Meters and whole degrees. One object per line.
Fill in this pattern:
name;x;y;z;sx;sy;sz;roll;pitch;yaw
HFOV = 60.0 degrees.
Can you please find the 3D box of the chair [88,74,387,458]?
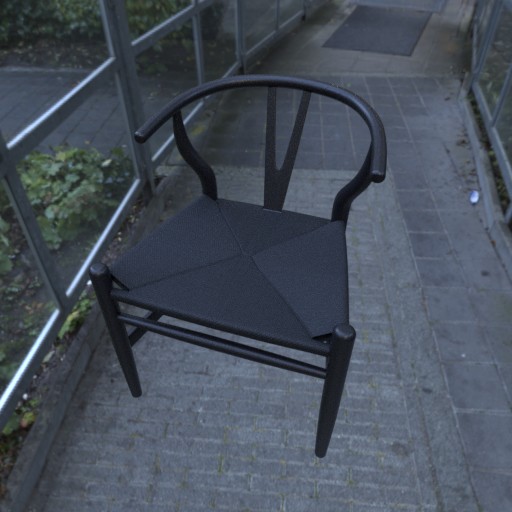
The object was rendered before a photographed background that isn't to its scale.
chair;0.000;0.000;1.141;0.569;0.730;0.579;12;42;14
